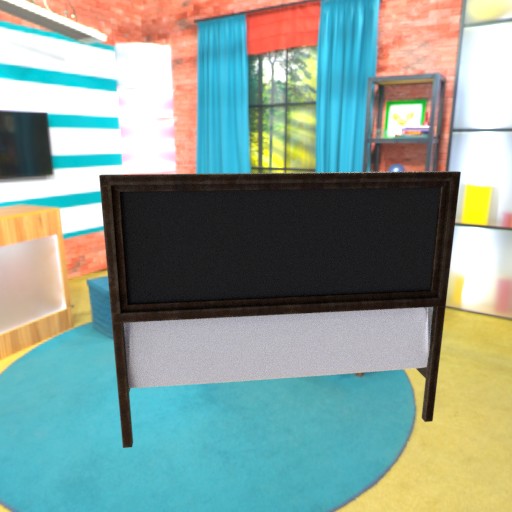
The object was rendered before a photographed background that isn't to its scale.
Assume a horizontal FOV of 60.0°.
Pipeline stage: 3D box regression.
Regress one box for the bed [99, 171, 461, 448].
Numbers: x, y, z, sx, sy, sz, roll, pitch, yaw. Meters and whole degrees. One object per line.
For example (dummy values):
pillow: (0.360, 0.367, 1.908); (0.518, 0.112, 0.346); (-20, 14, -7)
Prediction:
bed: (0.000, 0.000, 3.165); (1.607, 1.313, 2.221); (-2, 15, -7)
